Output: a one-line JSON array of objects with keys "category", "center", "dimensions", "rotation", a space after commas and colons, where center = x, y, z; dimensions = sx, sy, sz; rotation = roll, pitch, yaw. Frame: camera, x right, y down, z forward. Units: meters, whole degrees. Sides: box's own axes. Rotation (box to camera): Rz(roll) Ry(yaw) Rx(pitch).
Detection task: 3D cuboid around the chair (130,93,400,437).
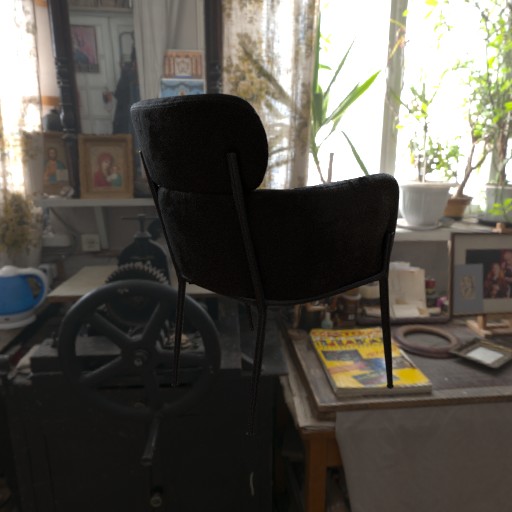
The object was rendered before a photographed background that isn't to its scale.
[{"category": "chair", "center": [0.000, 0.000, 1.262], "dimensions": [0.604, 0.818, 0.640], "rotation": [-14, 20, -43]}]
